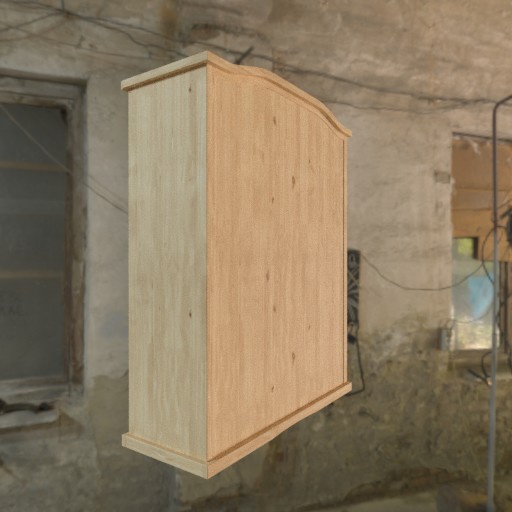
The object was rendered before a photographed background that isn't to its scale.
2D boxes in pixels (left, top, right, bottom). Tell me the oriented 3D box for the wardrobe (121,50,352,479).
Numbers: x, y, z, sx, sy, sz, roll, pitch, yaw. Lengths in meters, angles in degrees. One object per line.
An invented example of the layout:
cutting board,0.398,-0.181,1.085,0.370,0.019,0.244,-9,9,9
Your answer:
wardrobe,0.000,0.000,2.629,0.570,1.870,1.500,0,0,35
